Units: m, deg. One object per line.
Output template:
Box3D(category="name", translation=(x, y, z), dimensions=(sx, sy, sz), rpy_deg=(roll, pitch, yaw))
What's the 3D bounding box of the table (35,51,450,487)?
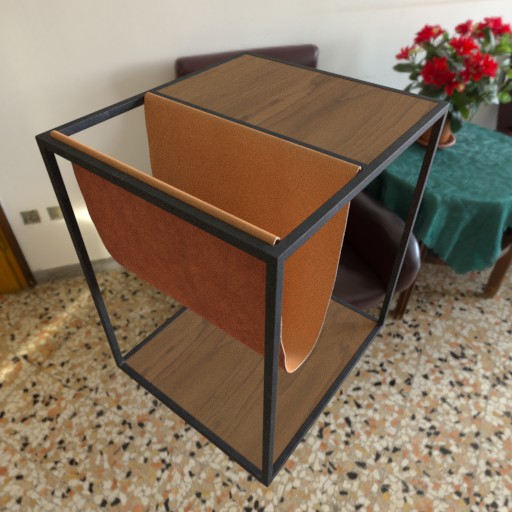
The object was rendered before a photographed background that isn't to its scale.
Box3D(category="table", translation=(0.000, 0.000, 0.807), dimensions=(0.399, 0.536, 0.450), rpy_deg=(27, 48, 27))
